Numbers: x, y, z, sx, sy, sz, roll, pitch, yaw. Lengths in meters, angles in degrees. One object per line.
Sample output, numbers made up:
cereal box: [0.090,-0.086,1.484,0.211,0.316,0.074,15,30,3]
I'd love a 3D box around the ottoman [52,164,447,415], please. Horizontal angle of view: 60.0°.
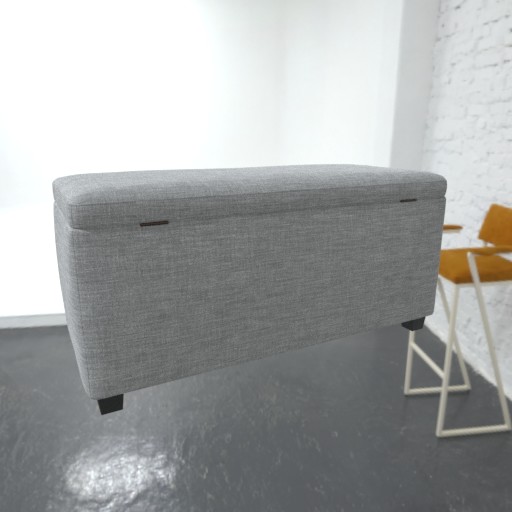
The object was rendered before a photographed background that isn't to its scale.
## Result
ottoman: [0.000,0.000,1.118,0.902,0.432,0.419,-8,17,-26]
